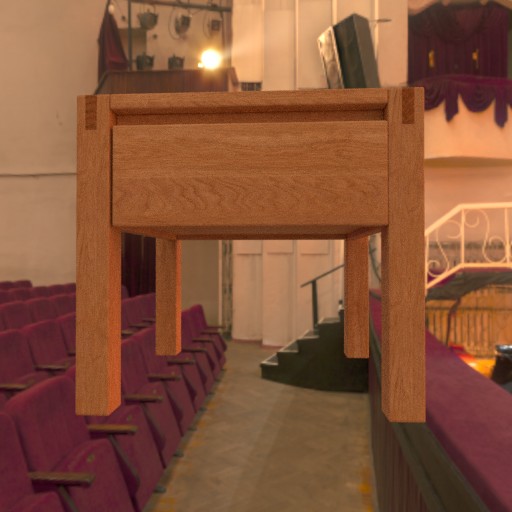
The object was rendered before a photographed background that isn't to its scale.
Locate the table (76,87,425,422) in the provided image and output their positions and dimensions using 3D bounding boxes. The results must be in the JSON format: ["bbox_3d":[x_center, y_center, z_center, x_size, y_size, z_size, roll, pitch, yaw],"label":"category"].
[{"bbox_3d":[0.000,0.000,0.826,0.480,0.450,0.440,0,-1,4],"label":"table"}]
